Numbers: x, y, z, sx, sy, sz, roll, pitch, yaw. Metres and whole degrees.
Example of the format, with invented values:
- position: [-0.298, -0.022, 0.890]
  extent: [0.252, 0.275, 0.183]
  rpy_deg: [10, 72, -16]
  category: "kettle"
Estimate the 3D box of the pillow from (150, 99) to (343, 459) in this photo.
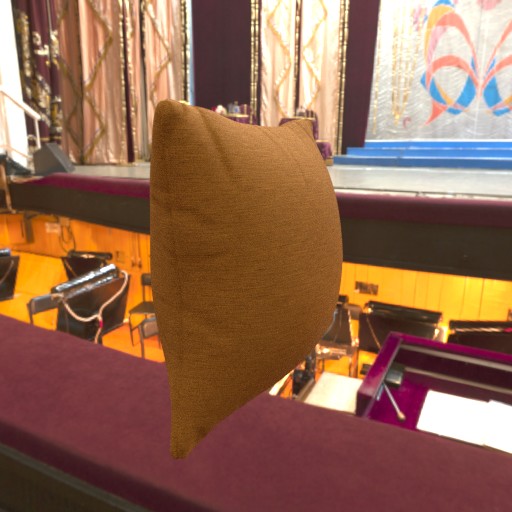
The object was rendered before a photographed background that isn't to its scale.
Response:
- position: [0.000, 0.000, 0.670]
  extent: [0.247, 0.417, 0.435]
  rpy_deg: [7, 16, 25]
  category: "pillow"
